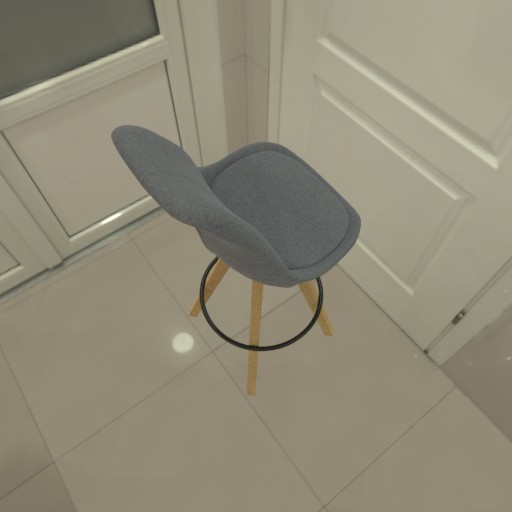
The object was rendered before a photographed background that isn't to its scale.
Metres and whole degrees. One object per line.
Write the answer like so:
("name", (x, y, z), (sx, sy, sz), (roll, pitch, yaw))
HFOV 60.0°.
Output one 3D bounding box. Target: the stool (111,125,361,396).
("stool", (0.000, 0.000, 1.394), (0.550, 1.115, 0.485), (-33, 64, -18))
